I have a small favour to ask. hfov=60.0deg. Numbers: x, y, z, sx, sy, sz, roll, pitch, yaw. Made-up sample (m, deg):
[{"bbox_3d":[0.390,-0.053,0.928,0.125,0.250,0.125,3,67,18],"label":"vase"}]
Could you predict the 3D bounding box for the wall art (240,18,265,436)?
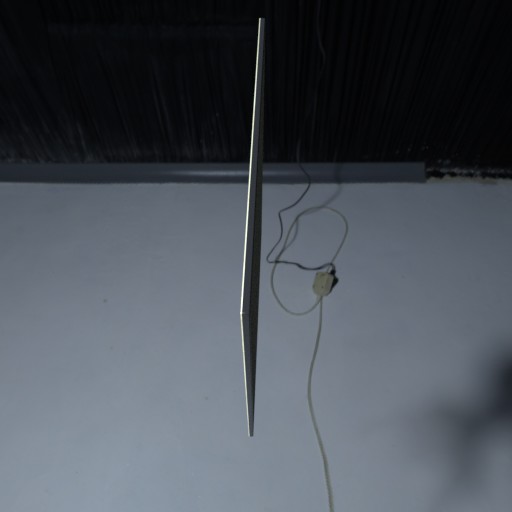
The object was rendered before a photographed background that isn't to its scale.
[{"bbox_3d":[0.000,0.000,0.763,0.009,0.559,0.483,2,57,1],"label":"wall art"}]
